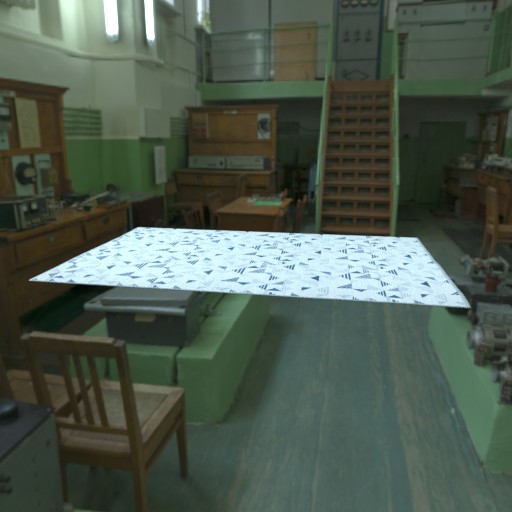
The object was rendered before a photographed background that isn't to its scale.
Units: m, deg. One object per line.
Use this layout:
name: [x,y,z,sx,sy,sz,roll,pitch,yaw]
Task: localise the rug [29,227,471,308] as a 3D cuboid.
rug: [0.000,0.000,3.118,2.457,0.009,1.512,3,16,10]
